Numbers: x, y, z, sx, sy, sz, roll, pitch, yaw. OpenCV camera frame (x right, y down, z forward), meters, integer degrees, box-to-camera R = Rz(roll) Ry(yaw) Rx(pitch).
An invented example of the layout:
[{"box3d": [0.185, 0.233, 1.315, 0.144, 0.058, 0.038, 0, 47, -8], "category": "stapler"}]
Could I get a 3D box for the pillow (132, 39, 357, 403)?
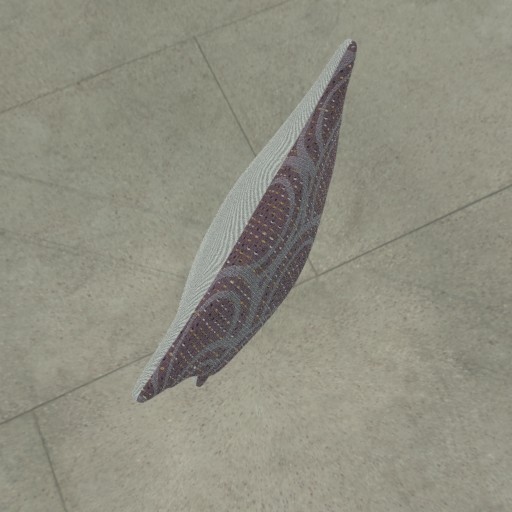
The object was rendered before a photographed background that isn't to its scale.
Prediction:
[{"box3d": [0.000, 0.000, 0.765, 0.163, 0.513, 0.514, 29, 77, 7], "category": "pillow"}]
